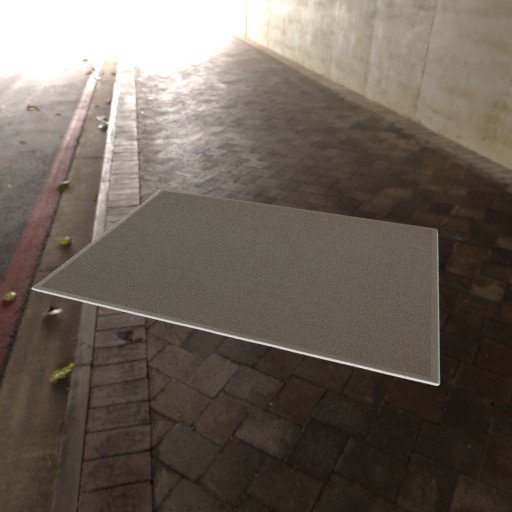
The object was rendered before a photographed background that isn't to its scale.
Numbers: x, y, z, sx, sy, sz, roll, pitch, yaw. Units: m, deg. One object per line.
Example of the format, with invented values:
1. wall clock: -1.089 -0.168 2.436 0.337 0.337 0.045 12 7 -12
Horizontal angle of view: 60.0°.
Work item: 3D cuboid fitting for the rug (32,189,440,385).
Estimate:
1. rug: 0.000 0.000 2.884 2.244 0.017 1.532 10 33 16
